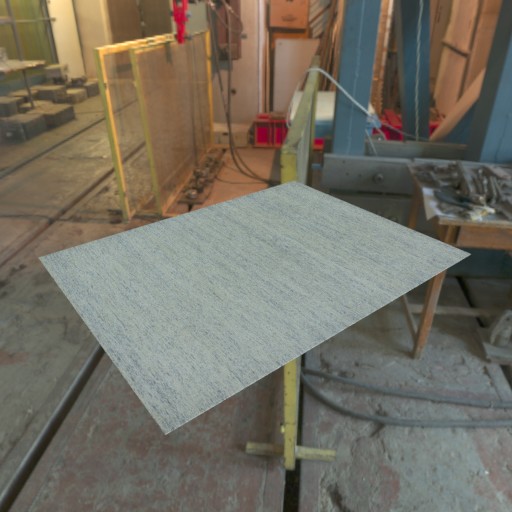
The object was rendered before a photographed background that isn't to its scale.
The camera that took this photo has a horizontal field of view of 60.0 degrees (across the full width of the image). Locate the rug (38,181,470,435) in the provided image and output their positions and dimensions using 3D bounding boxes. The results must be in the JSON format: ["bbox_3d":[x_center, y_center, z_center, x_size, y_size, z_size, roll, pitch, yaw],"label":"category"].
[{"bbox_3d":[0.000,0.000,4.120,3.197,0.006,2.438,-22,37,-32],"label":"rug"}]
